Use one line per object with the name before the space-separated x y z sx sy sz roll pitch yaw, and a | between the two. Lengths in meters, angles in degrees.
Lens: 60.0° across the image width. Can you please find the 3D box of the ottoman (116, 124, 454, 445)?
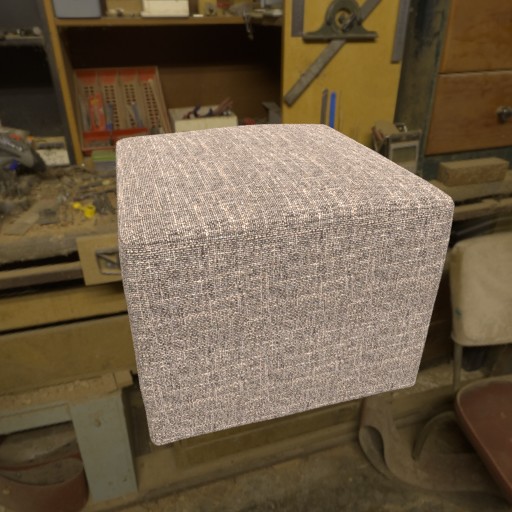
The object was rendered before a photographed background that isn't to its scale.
ottoman | 0.000 0.000 0.919 0.512 0.453 0.521 -8 31 -14
